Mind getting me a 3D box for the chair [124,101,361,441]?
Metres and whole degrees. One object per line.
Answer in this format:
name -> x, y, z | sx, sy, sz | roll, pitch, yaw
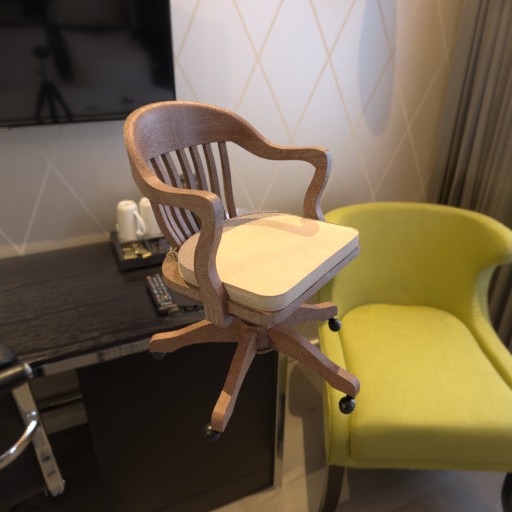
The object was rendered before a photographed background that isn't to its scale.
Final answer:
chair -> 0.000, 0.000, 1.422 | 0.788, 0.878, 0.750 | 18, 32, 31
